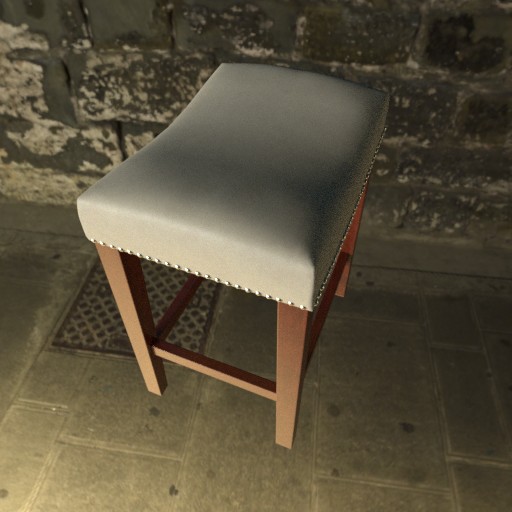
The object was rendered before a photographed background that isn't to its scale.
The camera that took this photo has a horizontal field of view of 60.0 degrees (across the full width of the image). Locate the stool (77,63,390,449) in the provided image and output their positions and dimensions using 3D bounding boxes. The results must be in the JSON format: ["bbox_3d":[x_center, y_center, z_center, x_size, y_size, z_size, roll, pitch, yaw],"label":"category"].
[{"bbox_3d":[0.000,0.000,0.954,0.375,0.632,0.509,17,49,15],"label":"stool"}]
